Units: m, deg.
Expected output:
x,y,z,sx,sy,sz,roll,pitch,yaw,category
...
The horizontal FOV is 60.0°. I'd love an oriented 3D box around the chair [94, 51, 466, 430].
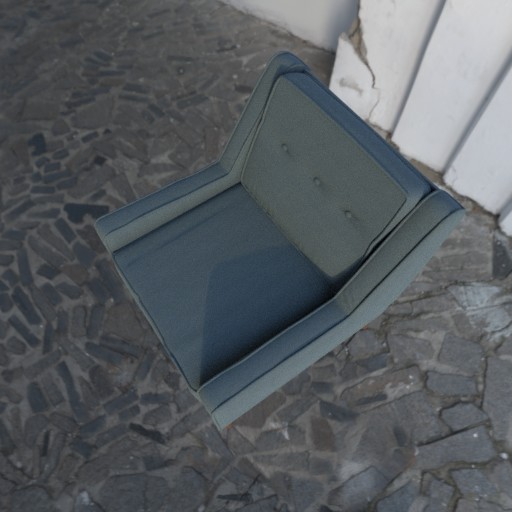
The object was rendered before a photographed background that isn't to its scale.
x,y,z,sx,sy,sz,roll,pitch,yaw,category
0.000,0.000,1.329,0.733,0.780,0.663,-32,67,-16,chair
